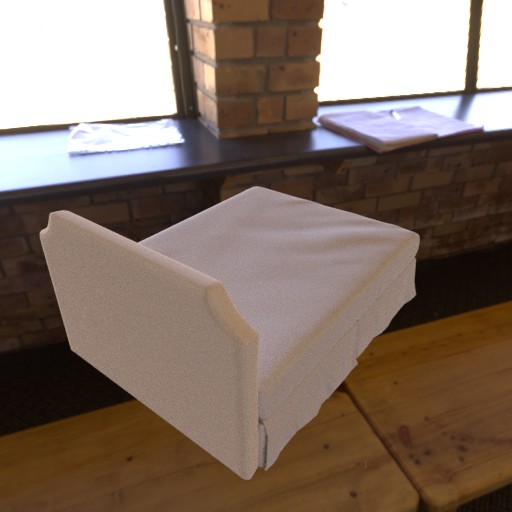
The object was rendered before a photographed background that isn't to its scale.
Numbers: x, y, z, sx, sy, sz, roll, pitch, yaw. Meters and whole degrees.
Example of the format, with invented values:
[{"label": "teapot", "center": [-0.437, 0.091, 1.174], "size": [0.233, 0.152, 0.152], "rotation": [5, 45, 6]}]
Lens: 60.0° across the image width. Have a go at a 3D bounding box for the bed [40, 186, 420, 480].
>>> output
[{"label": "bed", "center": [0.000, 0.000, 3.580], "size": [1.977, 1.293, 2.498], "rotation": [22, 37, 32]}]
